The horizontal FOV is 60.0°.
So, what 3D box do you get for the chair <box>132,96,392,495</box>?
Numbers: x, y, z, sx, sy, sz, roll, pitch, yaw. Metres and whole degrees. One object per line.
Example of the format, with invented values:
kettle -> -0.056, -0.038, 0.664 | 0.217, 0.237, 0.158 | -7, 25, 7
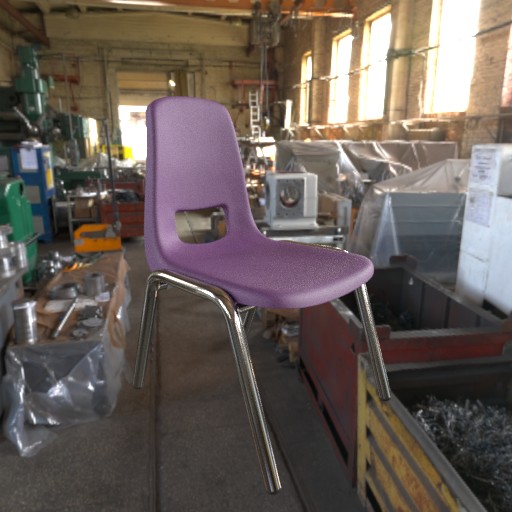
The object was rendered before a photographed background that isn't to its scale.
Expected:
chair -> 0.000, 0.000, 0.827 | 0.419, 0.584, 0.356 | 14, 20, 42
